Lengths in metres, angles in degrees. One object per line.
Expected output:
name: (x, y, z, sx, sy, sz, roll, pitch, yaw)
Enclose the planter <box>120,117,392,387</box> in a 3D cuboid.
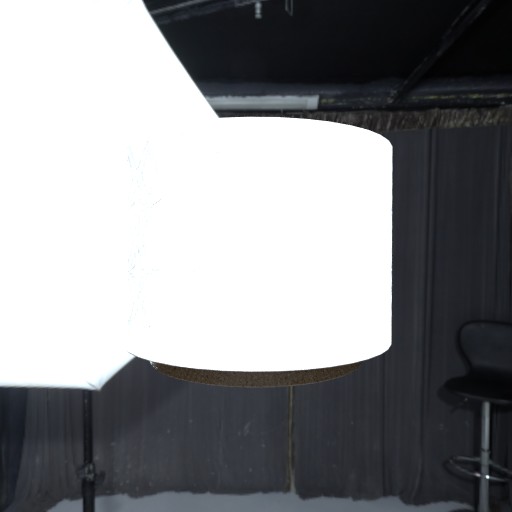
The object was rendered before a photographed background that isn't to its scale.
planter: (0.000, 0.000, 0.318, 0.186, 0.144, 0.186, 0, 1, 0)
